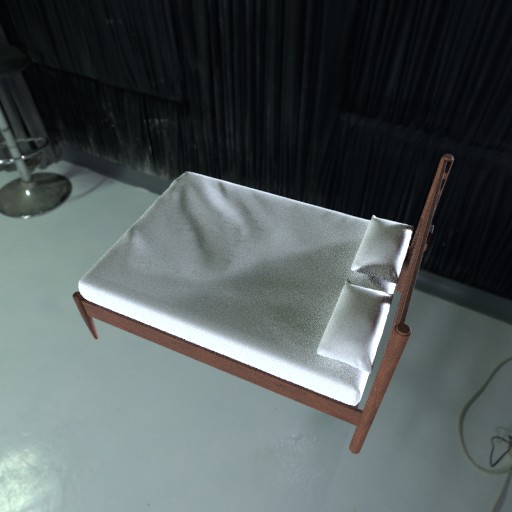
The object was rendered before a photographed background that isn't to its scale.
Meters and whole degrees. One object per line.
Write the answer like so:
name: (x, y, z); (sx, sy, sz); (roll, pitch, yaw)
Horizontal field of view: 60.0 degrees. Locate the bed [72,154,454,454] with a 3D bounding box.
bed: (0.000, 0.000, 3.098); (2.093, 1.304, 1.509); (18, 48, 17)
